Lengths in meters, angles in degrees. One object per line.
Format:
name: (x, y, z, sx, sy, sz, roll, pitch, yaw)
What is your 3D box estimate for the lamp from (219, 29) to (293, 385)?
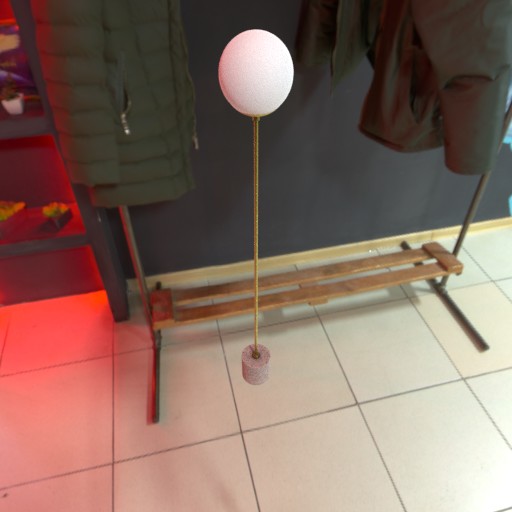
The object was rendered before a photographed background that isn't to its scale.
lamp: (0.000, 0.000, 1.863, 0.229, 1.748, 0.229, 13, 44, 14)
